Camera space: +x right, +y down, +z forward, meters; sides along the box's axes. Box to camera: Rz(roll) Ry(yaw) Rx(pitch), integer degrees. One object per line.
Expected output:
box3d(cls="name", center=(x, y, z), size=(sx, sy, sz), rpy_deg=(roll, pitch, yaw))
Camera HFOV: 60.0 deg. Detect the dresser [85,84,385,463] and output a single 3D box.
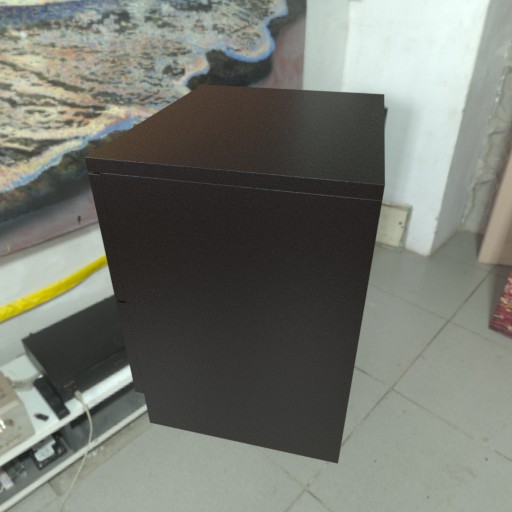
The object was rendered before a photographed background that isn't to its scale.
box3d(cls="dresser", center=(0.000, 0.000, 0.765), size=(0.360, 0.470, 0.400), rpy_deg=(7, 33, 11))
